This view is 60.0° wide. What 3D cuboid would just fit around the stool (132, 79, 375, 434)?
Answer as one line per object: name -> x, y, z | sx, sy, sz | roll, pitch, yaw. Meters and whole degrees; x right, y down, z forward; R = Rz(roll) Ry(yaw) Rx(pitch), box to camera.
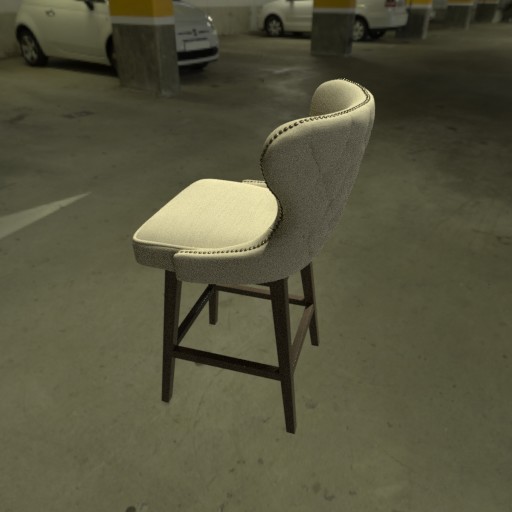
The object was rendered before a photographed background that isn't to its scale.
stool -> 0.000, 0.000, 1.368 | 0.597, 0.972, 0.615 | 9, 32, 15
